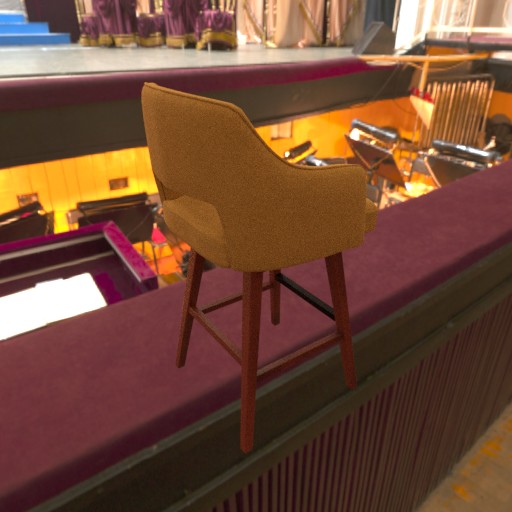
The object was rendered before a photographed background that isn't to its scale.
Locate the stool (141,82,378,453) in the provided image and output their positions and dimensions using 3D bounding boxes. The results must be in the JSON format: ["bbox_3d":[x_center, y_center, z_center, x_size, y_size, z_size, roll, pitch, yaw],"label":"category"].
[{"bbox_3d":[0.000,0.000,1.361,0.558,1.012,0.548,-18,33,-30],"label":"stool"}]
